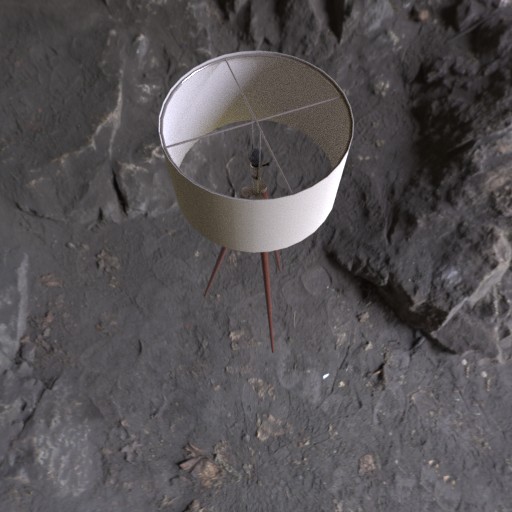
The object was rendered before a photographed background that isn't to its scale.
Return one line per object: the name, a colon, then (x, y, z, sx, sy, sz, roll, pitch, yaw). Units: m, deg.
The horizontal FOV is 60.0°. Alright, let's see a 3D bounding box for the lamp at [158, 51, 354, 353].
lamp: (0.000, 0.000, 1.794, 0.483, 1.553, 0.483, -19, 66, -9)
